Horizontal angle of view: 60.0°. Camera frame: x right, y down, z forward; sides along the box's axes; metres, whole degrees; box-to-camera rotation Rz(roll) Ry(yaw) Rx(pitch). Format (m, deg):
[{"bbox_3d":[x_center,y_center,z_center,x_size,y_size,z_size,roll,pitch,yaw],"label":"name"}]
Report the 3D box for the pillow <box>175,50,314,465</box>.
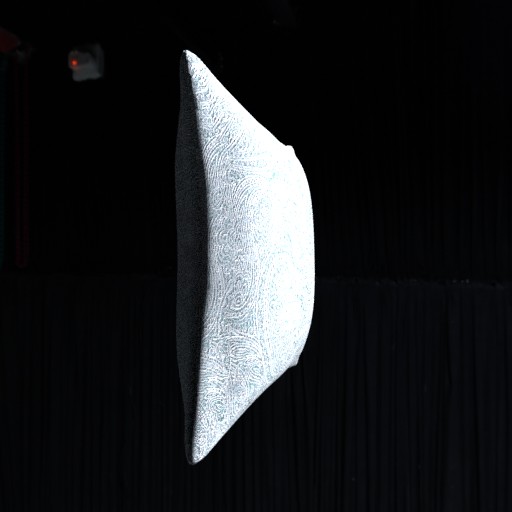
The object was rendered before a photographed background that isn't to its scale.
[{"bbox_3d":[0.000,0.000,0.783,0.166,0.507,0.526,0,0,19],"label":"pillow"}]
